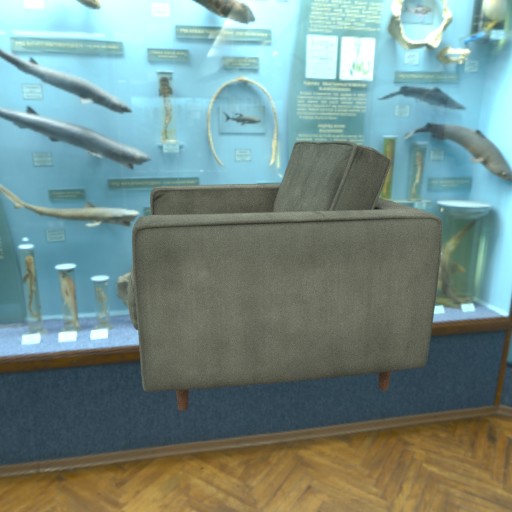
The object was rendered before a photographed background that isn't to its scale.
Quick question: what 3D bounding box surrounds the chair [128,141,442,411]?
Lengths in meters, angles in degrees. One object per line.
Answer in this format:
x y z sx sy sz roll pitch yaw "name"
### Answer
0.000 0.000 1.537 0.843 0.773 0.928 -2 15 -9 "chair"
